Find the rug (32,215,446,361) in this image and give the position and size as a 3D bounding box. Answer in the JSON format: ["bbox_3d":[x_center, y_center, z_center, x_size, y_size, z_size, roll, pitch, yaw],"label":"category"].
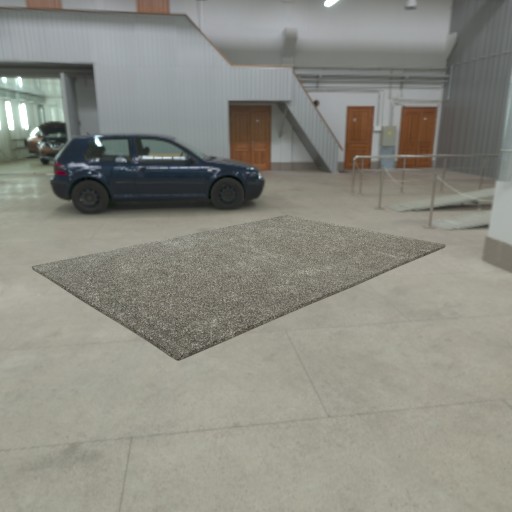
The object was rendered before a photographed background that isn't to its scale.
[{"bbox_3d":[0.000,0.000,3.433,2.699,0.026,1.802,-15,22,-42],"label":"rug"}]
